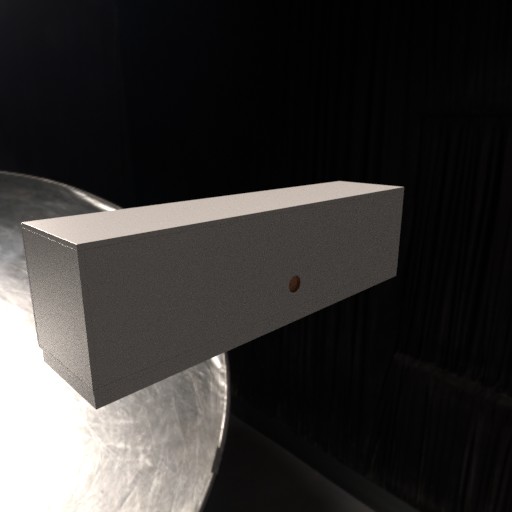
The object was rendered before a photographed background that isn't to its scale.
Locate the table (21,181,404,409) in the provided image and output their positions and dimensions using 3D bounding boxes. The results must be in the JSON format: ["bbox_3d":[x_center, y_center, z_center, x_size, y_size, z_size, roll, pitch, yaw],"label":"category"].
[{"bbox_3d":[0.000,0.000,1.730,1.550,0.440,0.400,-15,22,-43],"label":"table"}]
